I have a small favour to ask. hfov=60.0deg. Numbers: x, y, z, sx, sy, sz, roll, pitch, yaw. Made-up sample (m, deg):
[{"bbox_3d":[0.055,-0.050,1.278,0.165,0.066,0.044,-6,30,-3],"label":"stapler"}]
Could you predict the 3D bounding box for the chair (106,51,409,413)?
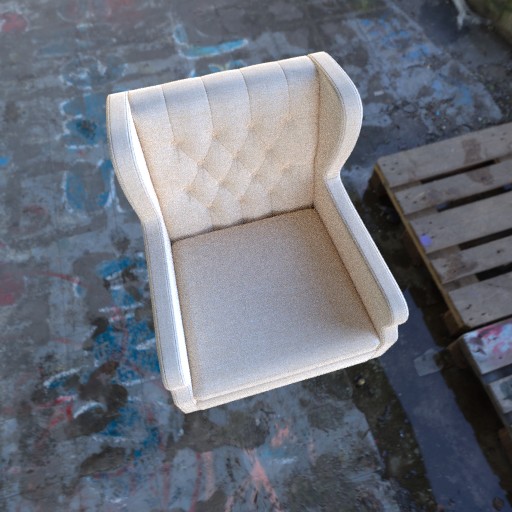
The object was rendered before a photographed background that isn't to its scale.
[{"bbox_3d":[0.000,0.000,1.448,0.710,0.930,0.760,-14,64,-7],"label":"chair"}]
